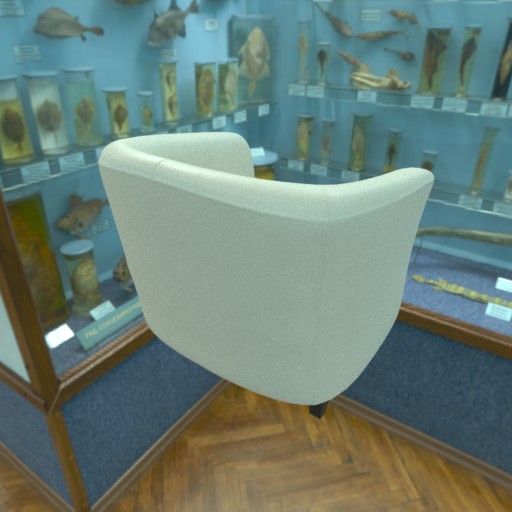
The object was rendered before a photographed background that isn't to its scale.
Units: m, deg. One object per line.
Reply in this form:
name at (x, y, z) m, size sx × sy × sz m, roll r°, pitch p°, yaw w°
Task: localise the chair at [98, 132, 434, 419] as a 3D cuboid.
chair at (0.000, 0.000, 1.354) m, size 0.792 × 0.756 × 0.727 m, roll 20°, pitch 35°, yaw 32°
